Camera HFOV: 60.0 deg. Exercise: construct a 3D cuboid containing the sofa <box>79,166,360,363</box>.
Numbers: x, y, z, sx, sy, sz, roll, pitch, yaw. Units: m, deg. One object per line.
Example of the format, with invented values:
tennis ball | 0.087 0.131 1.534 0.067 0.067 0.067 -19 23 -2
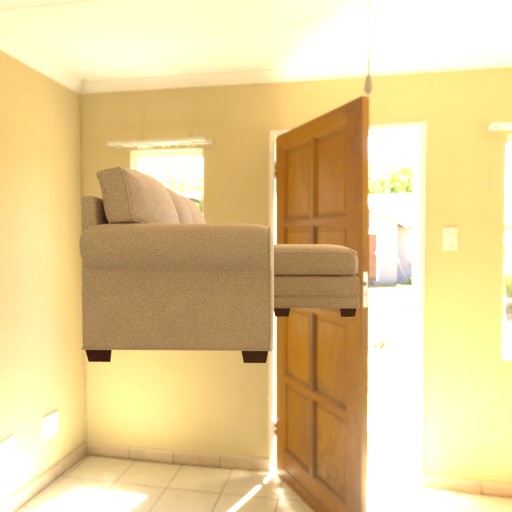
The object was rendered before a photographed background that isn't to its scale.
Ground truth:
sofa | 0.000 0.000 2.389 1.226 0.734 1.770 0 2 2
